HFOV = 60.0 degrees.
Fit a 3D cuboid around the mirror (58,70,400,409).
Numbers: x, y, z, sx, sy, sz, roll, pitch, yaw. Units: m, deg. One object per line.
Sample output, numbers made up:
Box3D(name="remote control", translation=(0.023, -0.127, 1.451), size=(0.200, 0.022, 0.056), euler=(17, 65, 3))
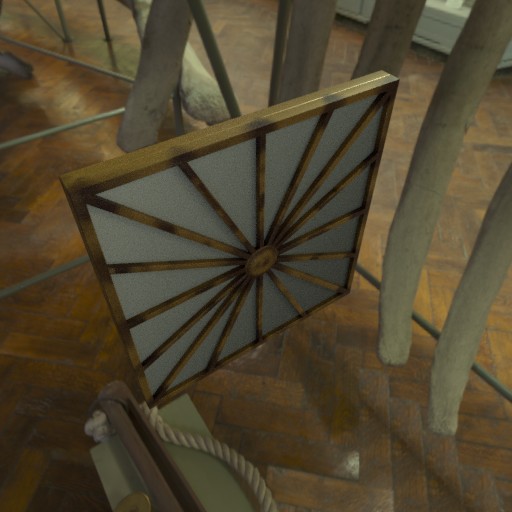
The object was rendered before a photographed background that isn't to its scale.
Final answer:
Box3D(name="mirror", translation=(0.000, 0.000, 0.765), size=(0.509, 0.507, 0.042), euler=(-26, 51, -23))
